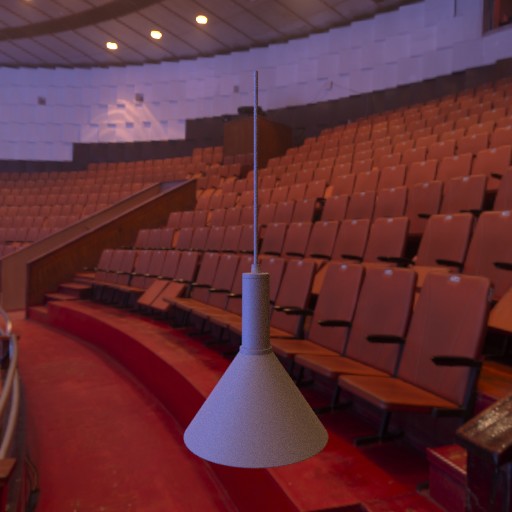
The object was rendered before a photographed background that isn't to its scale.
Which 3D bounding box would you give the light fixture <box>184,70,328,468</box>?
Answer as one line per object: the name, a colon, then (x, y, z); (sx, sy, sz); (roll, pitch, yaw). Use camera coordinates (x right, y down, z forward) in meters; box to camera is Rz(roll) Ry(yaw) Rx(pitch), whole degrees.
light fixture: (0.000, 0.000, 0.824); (0.267, 0.683, 0.267); (0, 1, -18)
